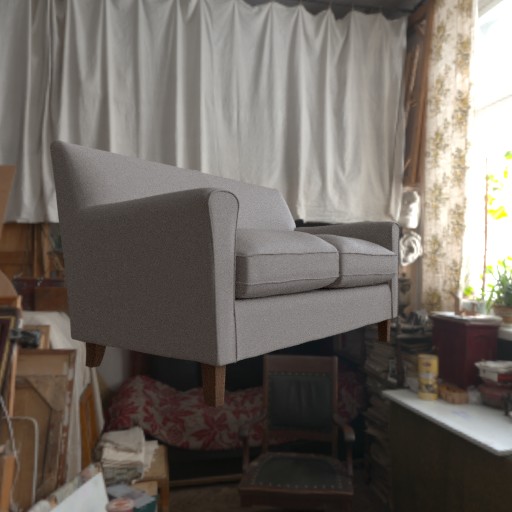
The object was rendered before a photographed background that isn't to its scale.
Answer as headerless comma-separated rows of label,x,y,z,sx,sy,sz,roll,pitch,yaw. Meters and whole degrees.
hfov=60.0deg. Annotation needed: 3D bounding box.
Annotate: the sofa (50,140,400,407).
sofa,0.000,0.000,2.024,0.888,0.890,1.482,-1,-1,38
